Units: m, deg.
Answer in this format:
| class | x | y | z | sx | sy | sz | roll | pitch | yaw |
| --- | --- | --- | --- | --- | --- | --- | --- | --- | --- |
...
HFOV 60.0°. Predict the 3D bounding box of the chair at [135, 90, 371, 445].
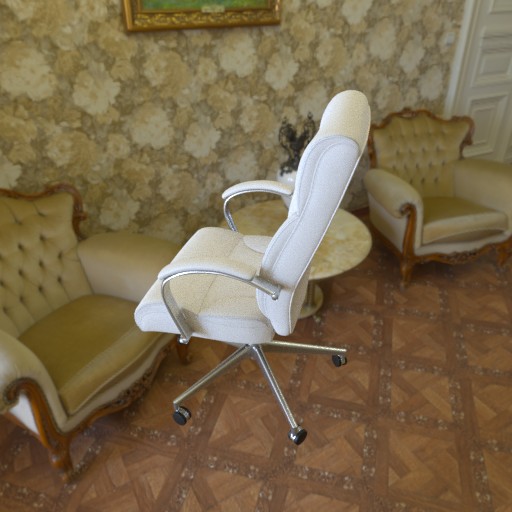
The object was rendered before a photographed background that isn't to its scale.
| class | x | y | z | sx | sy | sz | roll | pitch | yaw |
| --- | --- | --- | --- | --- | --- | --- | --- | --- | --- |
| chair | 0.000 | 0.000 | 1.602 | 0.745 | 1.099 | 0.727 | 7 | 32 | 12 |
